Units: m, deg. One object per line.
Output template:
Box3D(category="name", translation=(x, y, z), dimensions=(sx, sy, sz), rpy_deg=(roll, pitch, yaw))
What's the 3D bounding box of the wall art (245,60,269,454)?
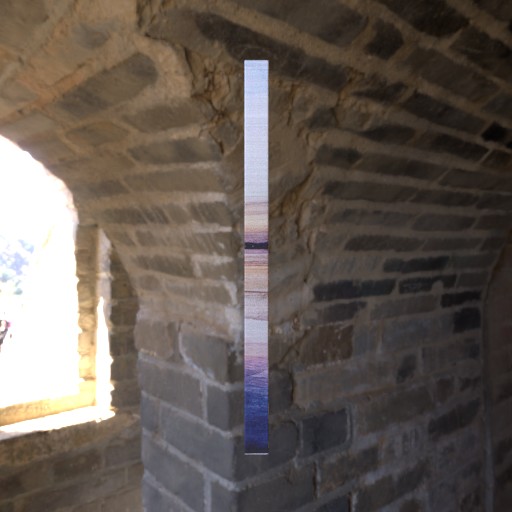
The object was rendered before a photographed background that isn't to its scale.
Box3D(category="wall art", translation=(0.000, 0.000, 1.135), dimensions=(0.037, 0.605, 0.911), rpy_deg=(0, 0, 0))
